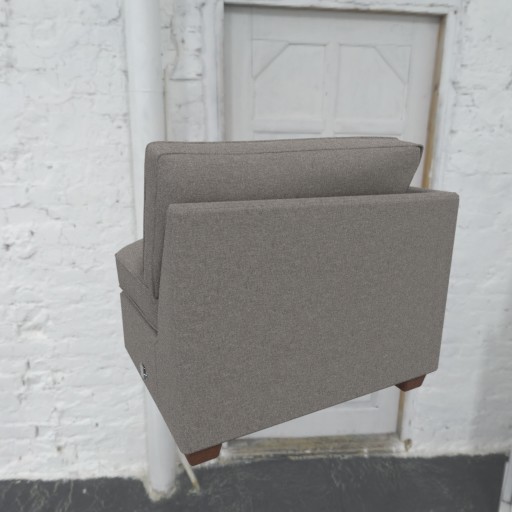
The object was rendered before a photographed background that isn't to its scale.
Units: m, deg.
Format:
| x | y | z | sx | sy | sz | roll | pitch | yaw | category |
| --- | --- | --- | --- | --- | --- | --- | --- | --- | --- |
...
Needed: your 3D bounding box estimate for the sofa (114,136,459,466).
| x | y | z | sx | sy | sz | roll | pitch | yaw | category |
| --- | --- | --- | --- | --- | --- | --- | --- | --- | --- |
| 0.000 | 0.000 | 1.809 | 1.042 | 0.951 | 1.050 | -8 | 18 | -26 | sofa |
